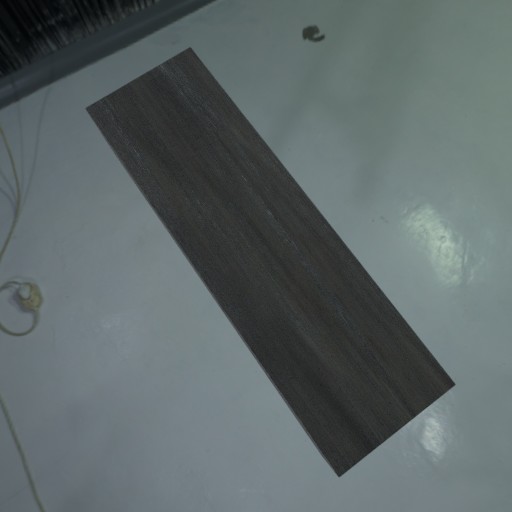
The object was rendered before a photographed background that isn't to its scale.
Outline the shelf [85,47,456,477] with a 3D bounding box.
[{"bbox_3d":[0.000,0.000,1.525,0.400,0.495,1.300,-34,78,-8],"label":"shelf"}]
